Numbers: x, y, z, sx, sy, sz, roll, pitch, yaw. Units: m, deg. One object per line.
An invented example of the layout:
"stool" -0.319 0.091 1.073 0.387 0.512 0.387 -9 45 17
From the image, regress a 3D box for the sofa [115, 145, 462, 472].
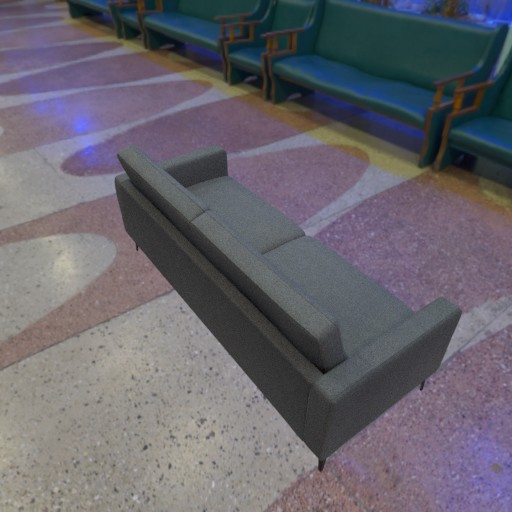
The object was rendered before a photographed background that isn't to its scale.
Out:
"sofa" 0.000 0.000 2.378 0.774 0.828 1.925 -25 46 -27
